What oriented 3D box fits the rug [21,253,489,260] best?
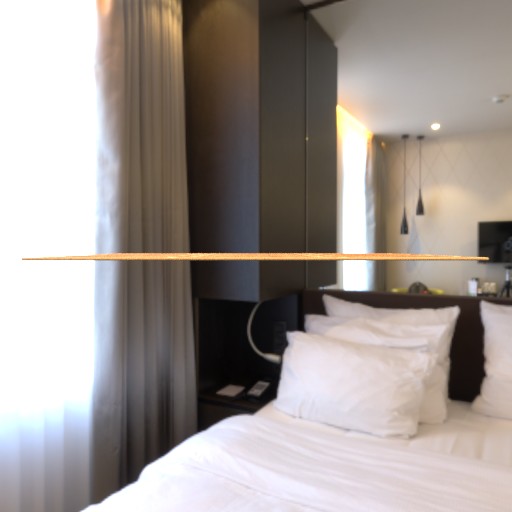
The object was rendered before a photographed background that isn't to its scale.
[{"bbox_3d":[0.000,0.000,2.910,2.290,0.014,1.526,0,1,0],"label":"rug"}]
